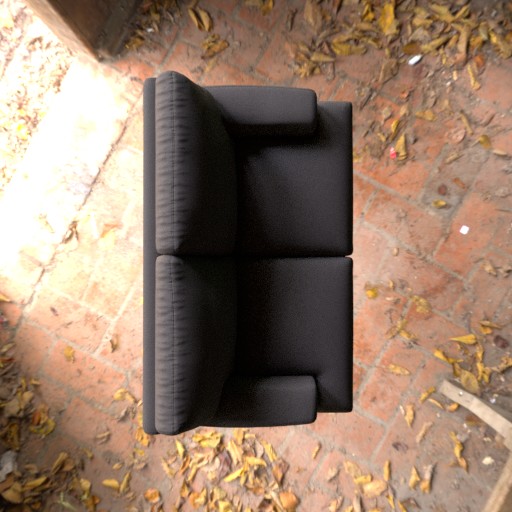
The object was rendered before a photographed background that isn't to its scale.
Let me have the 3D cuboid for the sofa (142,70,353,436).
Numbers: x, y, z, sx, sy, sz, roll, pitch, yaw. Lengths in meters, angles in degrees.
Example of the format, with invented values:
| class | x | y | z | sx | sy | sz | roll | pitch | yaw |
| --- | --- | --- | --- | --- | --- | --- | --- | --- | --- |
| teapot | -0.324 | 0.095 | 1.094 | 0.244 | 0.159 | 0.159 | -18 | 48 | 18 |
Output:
| class | x | y | z | sx | sy | sz | roll | pitch | yaw |
| --- | --- | --- | --- | --- | --- | --- | --- | --- | --- |
| sofa | 0.000 | 0.000 | 2.523 | 1.143 | 0.940 | 1.880 | 0 | 90 | 1 |
